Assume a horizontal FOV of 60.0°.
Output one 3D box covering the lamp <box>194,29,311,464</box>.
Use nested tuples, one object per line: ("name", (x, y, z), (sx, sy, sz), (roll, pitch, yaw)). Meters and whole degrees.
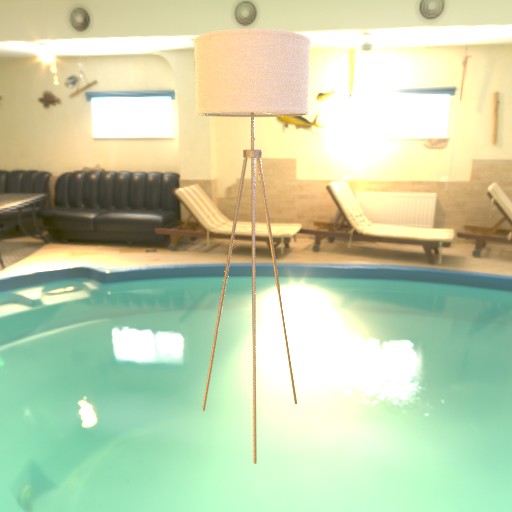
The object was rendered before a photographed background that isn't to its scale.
("lamp", (0.000, 0.000, 1.737), (0.448, 1.545, 0.458), (-3, 16, -10))
